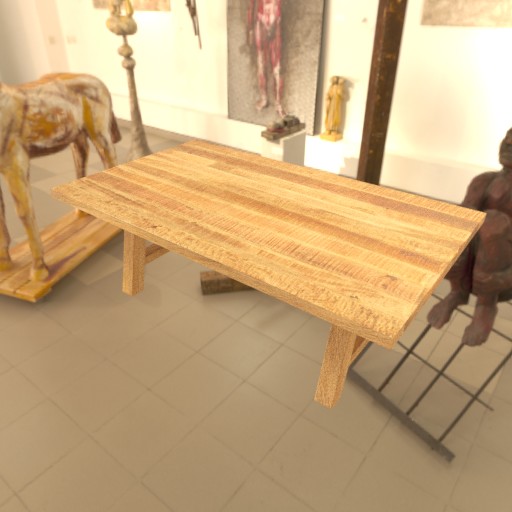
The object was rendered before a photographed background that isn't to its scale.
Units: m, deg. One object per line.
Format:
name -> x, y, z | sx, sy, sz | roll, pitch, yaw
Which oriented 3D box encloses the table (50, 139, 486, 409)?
table -> 0.000, 0.000, 1.656 | 1.320, 0.455, 0.760 | 22, 38, 31
